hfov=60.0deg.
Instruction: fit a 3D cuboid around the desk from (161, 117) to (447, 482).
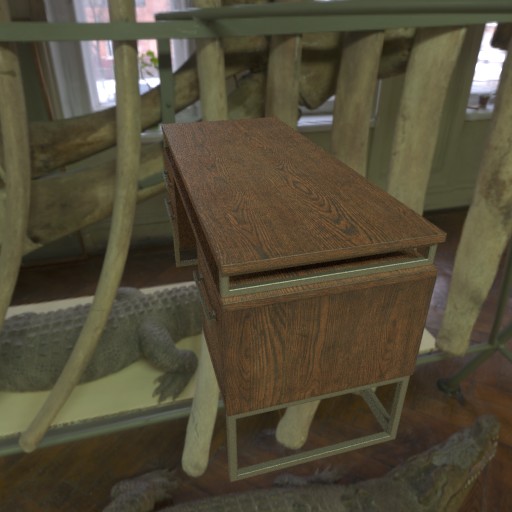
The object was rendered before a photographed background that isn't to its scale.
[{"bbox_3d":[0.000,0.000,1.821,0.610,0.792,1.384,-8,31,-14],"label":"desk"}]
